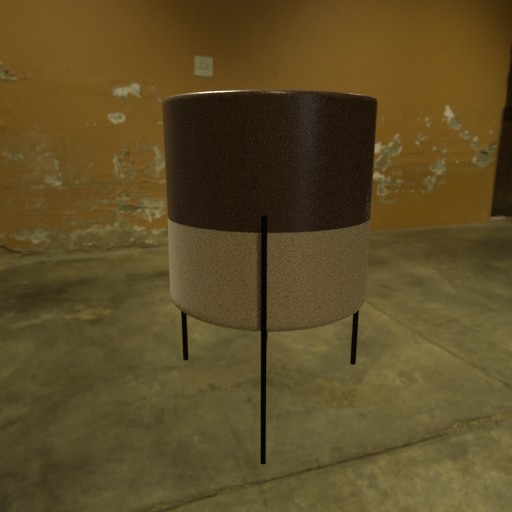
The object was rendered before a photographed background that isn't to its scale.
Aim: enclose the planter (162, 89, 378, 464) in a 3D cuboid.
[{"bbox_3d":[0.000,0.000,0.532,0.260,0.353,0.250,7,16,25],"label":"planter"}]
